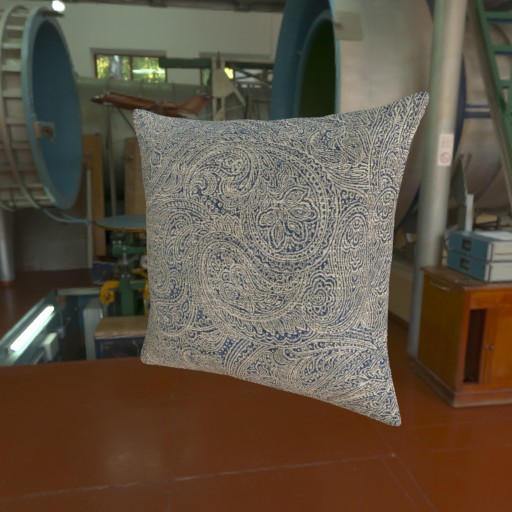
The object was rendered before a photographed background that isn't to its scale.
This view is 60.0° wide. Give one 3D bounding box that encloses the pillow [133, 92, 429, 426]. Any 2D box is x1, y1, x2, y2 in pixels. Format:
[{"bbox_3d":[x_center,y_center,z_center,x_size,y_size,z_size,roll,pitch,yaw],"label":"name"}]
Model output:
[{"bbox_3d":[0.000,0.000,0.769,0.523,0.510,0.166,6,14,24],"label":"pillow"}]
